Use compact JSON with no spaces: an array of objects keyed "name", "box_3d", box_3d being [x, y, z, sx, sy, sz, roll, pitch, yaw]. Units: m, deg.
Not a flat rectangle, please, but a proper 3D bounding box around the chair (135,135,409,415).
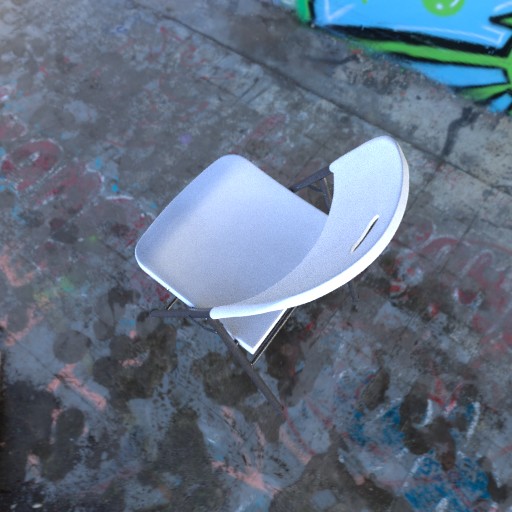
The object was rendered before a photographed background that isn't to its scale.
[{"name":"chair","box_3d":[0.000,0.000,1.184,0.566,0.810,0.494,33,68,15]}]
